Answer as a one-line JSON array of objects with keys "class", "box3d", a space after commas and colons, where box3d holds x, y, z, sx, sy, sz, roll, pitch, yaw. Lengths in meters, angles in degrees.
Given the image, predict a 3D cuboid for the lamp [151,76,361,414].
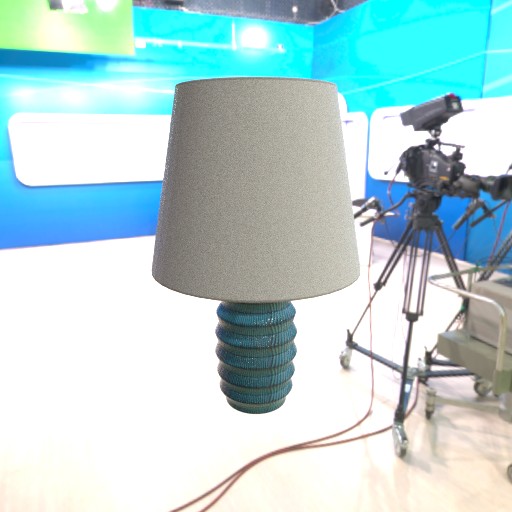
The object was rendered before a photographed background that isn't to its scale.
[{"class": "lamp", "box3d": [0.000, 0.000, 0.547, 0.254, 0.392, 0.254, 0, 15, 0]}]
